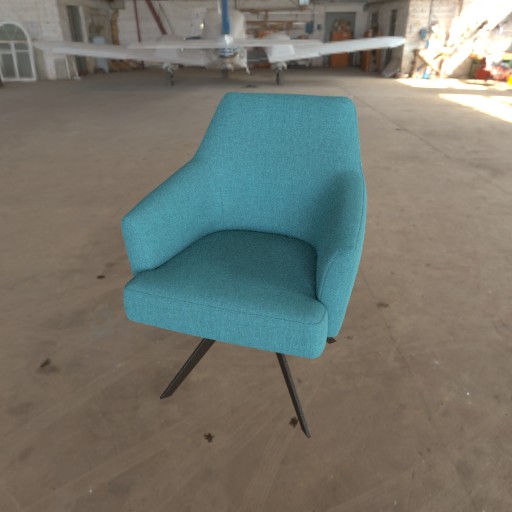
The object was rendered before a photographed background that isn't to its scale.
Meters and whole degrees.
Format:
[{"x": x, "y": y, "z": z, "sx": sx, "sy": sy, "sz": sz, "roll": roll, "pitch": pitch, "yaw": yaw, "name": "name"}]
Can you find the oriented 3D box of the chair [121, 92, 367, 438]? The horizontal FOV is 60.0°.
[{"x": 0.000, "y": 0.000, "z": 1.363, "sx": 0.642, "sy": 0.874, "sz": 0.677, "roll": 9, "pitch": 28, "yaw": 16, "name": "chair"}]
